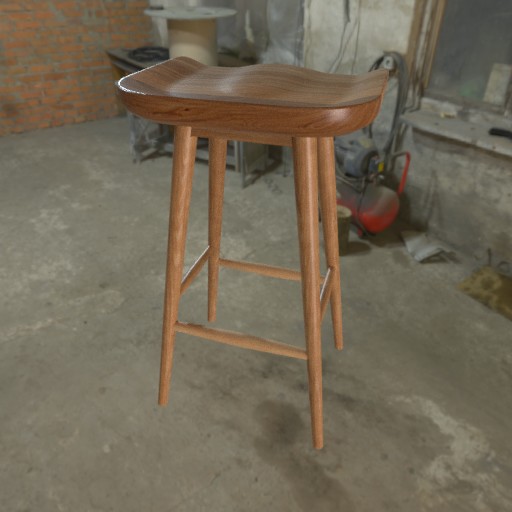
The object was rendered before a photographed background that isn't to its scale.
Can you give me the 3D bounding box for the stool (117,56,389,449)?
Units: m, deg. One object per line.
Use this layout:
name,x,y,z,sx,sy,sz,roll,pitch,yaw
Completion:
stool,0.000,0.000,0.911,0.407,0.698,0.322,10,35,14
